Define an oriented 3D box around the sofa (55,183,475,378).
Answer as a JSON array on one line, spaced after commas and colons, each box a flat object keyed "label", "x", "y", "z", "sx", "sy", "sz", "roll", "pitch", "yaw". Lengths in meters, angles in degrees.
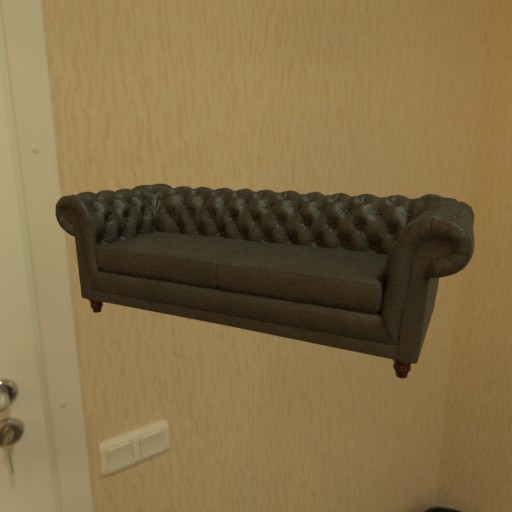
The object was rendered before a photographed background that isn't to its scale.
[{"label": "sofa", "x": 0.000, "y": 0.000, "z": 2.728, "sx": 2.385, "sy": 0.783, "sz": 0.944, "roll": 7, "pitch": 15, "yaw": 26}]
